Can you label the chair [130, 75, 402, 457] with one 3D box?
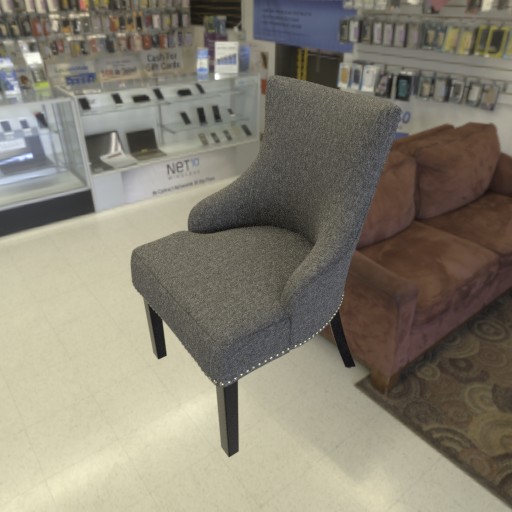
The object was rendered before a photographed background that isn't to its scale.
[{"bbox_3d":[0.000,0.000,1.330,0.629,0.909,0.566,-21,37,-29],"label":"chair"}]
